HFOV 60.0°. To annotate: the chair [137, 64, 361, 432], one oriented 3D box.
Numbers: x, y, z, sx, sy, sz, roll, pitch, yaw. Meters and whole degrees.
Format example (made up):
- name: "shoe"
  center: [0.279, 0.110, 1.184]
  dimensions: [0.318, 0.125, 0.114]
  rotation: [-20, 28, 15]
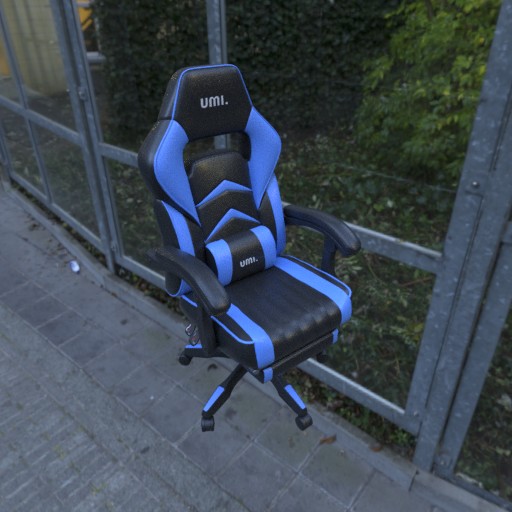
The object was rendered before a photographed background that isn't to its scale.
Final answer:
- name: "chair"
  center: [0.000, 0.000, 1.676]
  dimensions: [0.700, 1.280, 0.700]
  rotation: [-21, 37, -31]
